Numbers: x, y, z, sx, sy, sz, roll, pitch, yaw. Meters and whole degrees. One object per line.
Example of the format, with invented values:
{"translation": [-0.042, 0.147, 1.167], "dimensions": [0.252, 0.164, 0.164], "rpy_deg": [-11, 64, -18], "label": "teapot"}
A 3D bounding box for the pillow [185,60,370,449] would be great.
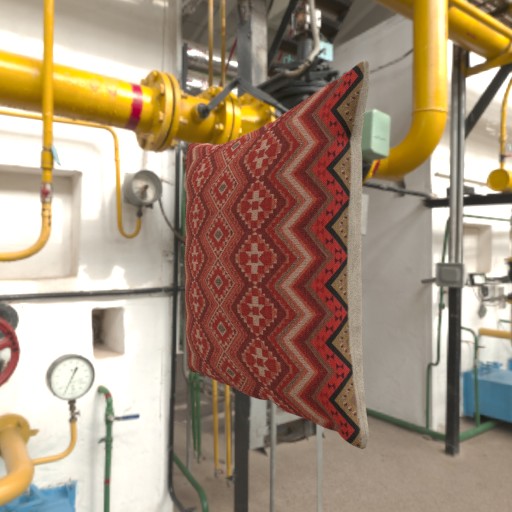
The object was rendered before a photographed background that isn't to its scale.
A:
{"translation": [0.000, 0.000, 0.788], "dimensions": [0.158, 0.511, 0.513], "rpy_deg": [0, 0, -35], "label": "pillow"}
